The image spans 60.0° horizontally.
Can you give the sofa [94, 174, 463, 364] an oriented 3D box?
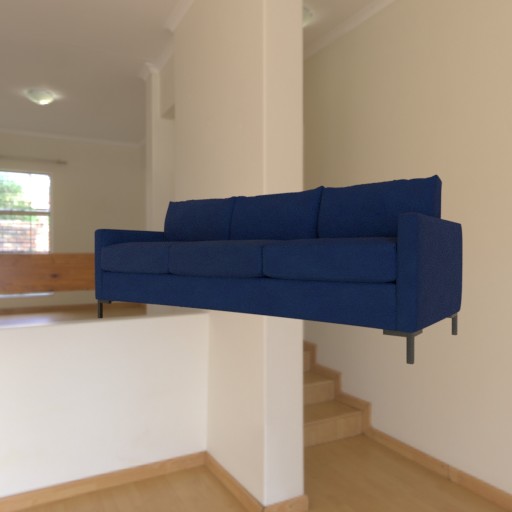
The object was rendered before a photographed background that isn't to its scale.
[{"bbox_3d":[0.000,0.000,2.783,2.252,0.879,0.875,0,1,36],"label":"sofa"}]
